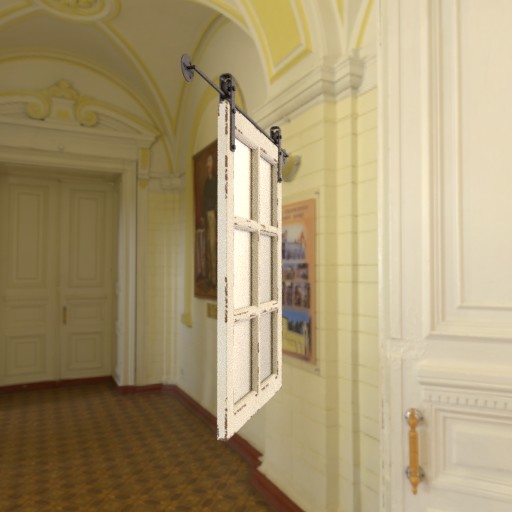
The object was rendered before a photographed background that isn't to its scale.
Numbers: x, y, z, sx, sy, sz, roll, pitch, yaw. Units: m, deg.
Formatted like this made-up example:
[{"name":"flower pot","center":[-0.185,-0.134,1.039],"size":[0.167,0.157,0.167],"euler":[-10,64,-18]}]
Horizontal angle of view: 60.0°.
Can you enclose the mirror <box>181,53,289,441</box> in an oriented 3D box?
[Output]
[{"name":"mirror","center":[0.000,0.000,1.229],"size":[0.037,0.844,0.808],"euler":[0,-1,19]}]
